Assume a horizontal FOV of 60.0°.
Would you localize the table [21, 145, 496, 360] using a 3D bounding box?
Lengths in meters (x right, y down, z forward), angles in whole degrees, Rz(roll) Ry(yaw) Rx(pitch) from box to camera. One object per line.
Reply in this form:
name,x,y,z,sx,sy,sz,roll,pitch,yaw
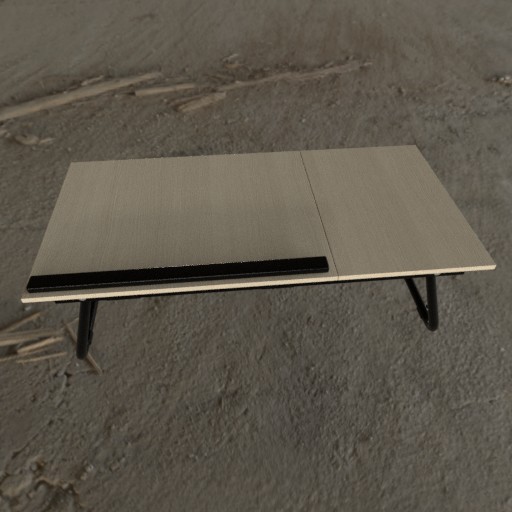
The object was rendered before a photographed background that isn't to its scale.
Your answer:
table,0.000,0.000,0.785,0.644,0.242,0.322,-4,45,-4
